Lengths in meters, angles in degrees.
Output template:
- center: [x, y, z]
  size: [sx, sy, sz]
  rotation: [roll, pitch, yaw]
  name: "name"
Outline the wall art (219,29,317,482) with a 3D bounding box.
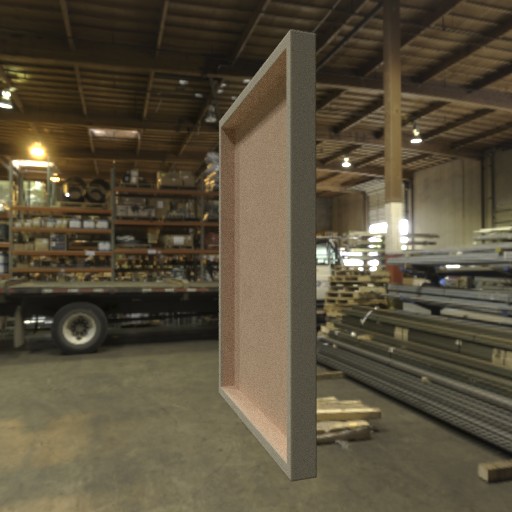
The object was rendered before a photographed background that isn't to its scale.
- center: [0.000, 0.000, 0.801]
  size: [0.038, 0.608, 0.418]
  rotation: [0, -1, -18]
  name: "wall art"
